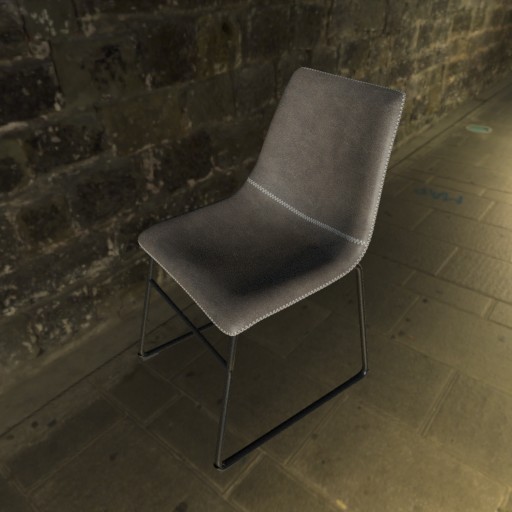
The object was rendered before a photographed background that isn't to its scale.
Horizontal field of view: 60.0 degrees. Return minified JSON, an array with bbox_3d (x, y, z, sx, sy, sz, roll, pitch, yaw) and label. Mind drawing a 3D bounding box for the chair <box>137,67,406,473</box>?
[{"bbox_3d":[0.000,0.000,1.101,0.550,0.780,0.460,-22,39,-29],"label":"chair"}]
